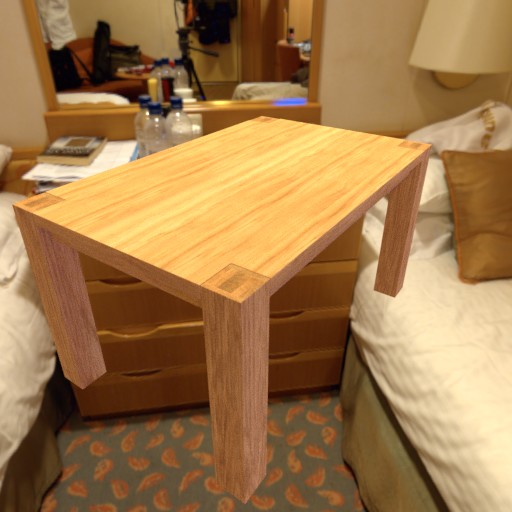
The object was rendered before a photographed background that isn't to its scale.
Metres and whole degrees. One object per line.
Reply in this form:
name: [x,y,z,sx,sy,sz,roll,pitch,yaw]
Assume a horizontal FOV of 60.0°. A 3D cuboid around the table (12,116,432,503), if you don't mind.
table: [0.000,0.000,1.859,0.900,0.760,1.400,20,36,29]
